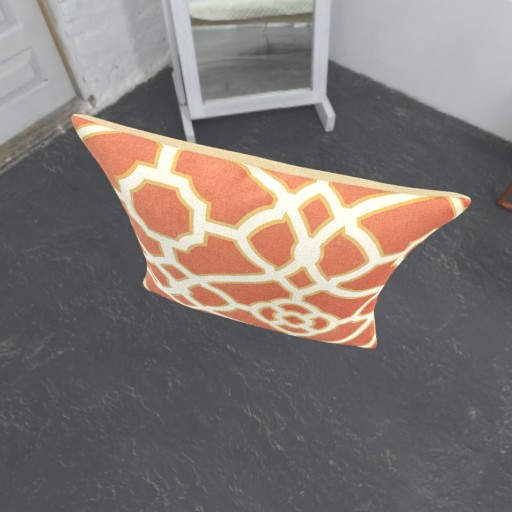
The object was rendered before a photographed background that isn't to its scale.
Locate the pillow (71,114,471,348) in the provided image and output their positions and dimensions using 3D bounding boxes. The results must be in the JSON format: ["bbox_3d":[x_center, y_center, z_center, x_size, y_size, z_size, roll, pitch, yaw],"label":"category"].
[{"bbox_3d":[0.000,0.000,0.801,0.552,0.508,0.166,14,60,8],"label":"pillow"}]
